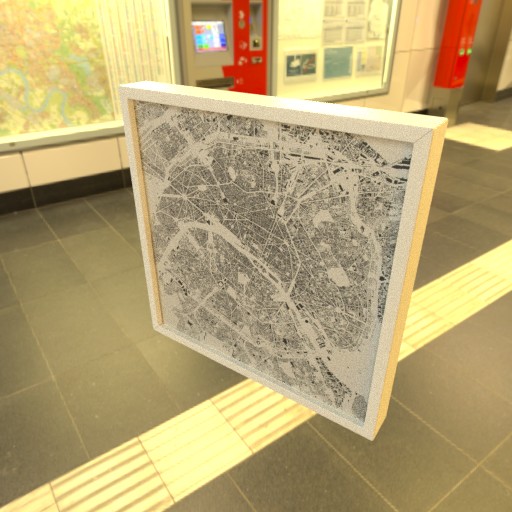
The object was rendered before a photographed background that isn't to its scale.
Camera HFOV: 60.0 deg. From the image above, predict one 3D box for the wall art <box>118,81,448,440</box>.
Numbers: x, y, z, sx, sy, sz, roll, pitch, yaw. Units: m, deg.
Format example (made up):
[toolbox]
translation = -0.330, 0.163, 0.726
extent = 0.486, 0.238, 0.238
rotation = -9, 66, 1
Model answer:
[wall art]
translation = 0.000, 0.000, 0.449
extent = 0.305, 0.305, 0.038
rotation = 19, 35, 30
